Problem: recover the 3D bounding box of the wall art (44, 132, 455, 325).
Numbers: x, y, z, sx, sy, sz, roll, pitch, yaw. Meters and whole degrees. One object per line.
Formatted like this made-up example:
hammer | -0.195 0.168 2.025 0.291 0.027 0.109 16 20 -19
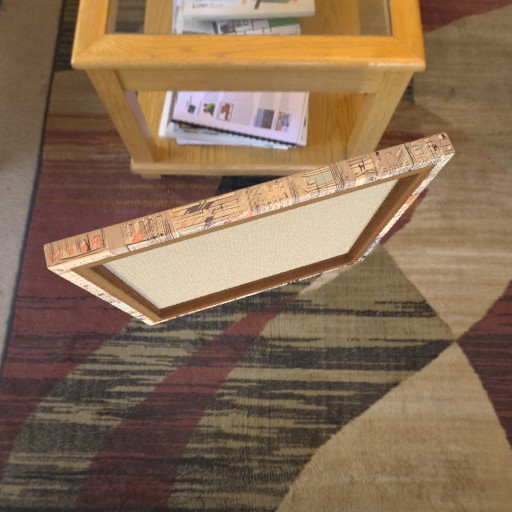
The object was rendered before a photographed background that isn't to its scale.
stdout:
wall art | 0.000 0.000 0.924 0.607 0.608 0.038 -16 75 -5
